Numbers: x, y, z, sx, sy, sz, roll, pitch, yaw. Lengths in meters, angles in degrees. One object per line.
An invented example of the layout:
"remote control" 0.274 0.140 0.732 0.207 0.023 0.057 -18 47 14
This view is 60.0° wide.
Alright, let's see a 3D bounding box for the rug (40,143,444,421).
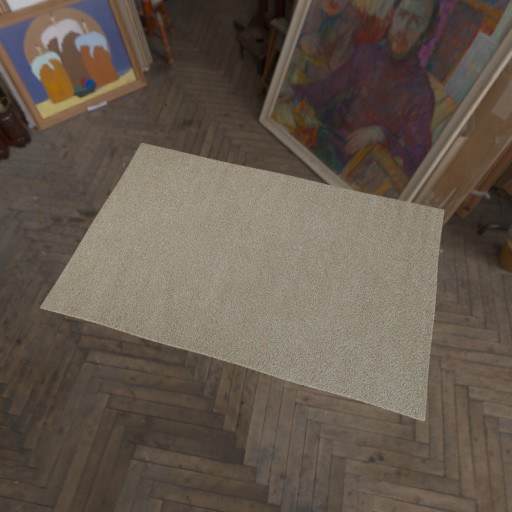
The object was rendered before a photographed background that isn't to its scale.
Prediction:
"rug" 0.000 0.000 2.956 2.346 0.025 1.500 14 59 9
